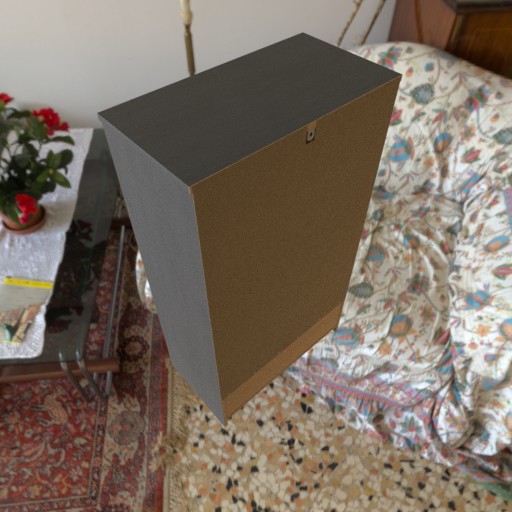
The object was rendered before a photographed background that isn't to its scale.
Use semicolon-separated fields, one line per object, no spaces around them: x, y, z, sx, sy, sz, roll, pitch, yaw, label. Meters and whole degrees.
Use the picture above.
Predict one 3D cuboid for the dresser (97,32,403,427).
0.000;0.000;1.592;0.704;1.255;0.399;-34;56;-26;dresser
